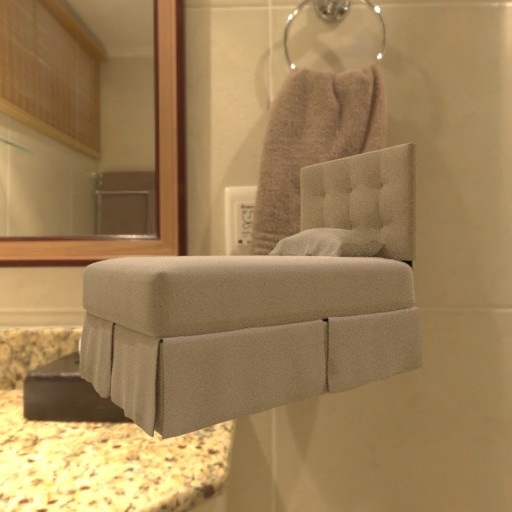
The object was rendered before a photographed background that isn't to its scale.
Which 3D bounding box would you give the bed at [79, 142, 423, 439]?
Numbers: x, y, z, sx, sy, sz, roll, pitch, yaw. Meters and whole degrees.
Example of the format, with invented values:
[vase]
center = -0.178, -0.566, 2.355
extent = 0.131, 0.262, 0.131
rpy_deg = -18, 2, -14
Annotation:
[bed]
center = 0.000, 0.000, 2.949
extent = 1.997, 1.571, 1.261
rpy_deg = 0, 0, -37
